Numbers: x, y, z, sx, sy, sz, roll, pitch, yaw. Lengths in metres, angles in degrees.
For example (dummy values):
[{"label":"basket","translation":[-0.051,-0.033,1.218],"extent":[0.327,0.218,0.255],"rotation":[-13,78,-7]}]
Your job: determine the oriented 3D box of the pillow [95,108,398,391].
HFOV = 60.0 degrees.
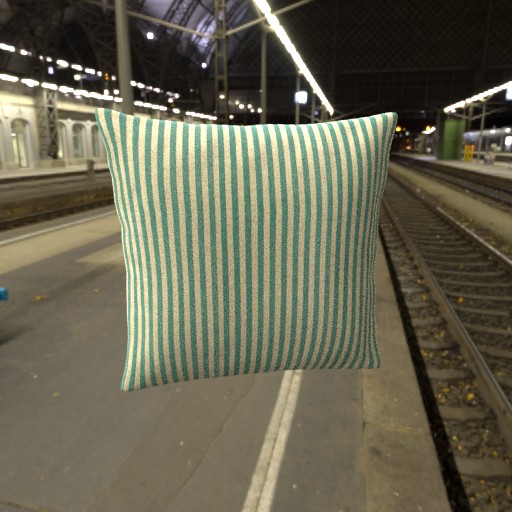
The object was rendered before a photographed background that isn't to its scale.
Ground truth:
[{"label":"pillow","translation":[0.000,0.000,0.815],"extent":[0.523,0.510,0.166],"rotation":[-2,14,-9]}]
